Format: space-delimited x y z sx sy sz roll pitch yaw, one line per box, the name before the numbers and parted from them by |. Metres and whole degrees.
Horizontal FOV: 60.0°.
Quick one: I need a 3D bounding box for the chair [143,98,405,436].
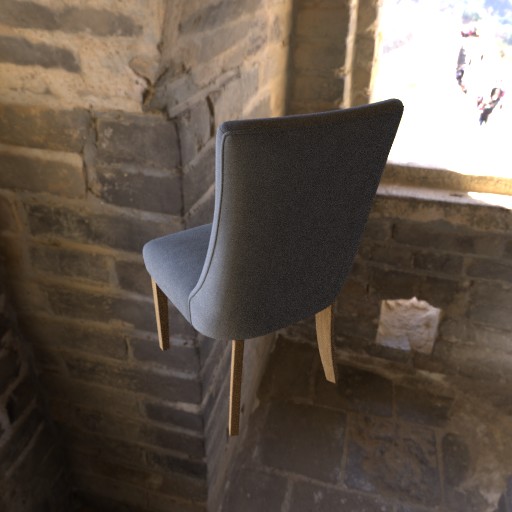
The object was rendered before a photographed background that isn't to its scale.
chair | 0.000 0.000 1.281 0.495 0.902 0.610 -18 34 -29
